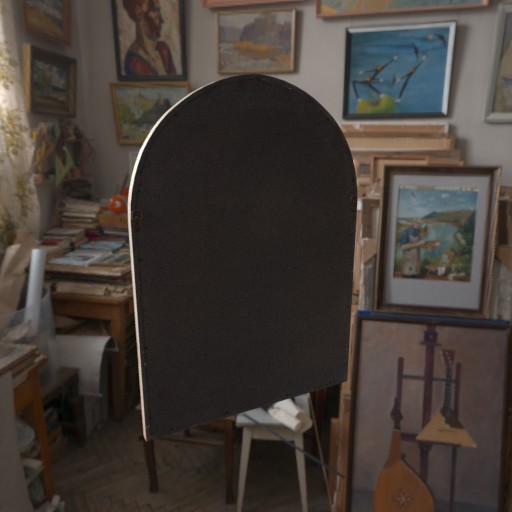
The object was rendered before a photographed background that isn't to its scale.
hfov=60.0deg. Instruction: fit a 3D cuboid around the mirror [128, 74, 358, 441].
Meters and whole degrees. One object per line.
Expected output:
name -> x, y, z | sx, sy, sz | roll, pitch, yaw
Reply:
mirror -> 0.000, 0.000, 1.204 | 0.660, 0.920, 0.032 | -7, 16, -26
